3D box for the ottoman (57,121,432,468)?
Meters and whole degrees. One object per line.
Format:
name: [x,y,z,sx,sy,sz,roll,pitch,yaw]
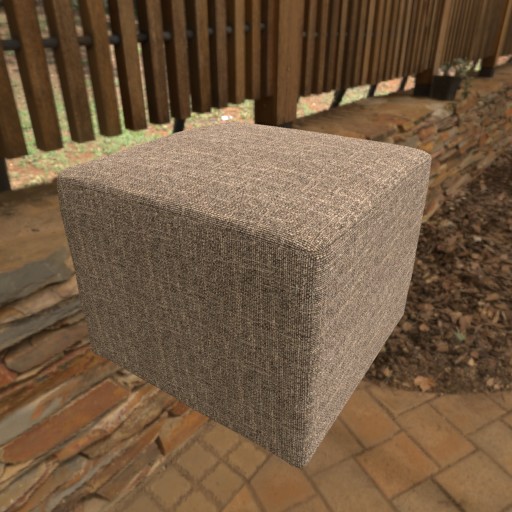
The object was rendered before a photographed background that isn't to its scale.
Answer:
ottoman: [0.000,0.000,0.904,0.521,0.453,0.512,18,33,29]
